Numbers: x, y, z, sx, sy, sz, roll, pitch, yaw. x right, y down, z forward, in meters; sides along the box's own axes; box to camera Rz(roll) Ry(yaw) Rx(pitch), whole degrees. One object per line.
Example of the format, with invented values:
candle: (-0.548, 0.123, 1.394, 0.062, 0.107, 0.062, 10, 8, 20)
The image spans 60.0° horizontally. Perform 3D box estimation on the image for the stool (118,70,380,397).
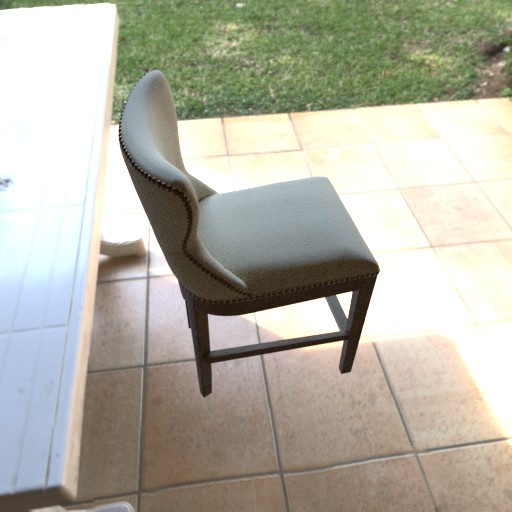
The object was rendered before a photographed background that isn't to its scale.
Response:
stool: (0.000, 0.000, 1.330, 0.608, 0.981, 0.498, -10, 48, -10)
